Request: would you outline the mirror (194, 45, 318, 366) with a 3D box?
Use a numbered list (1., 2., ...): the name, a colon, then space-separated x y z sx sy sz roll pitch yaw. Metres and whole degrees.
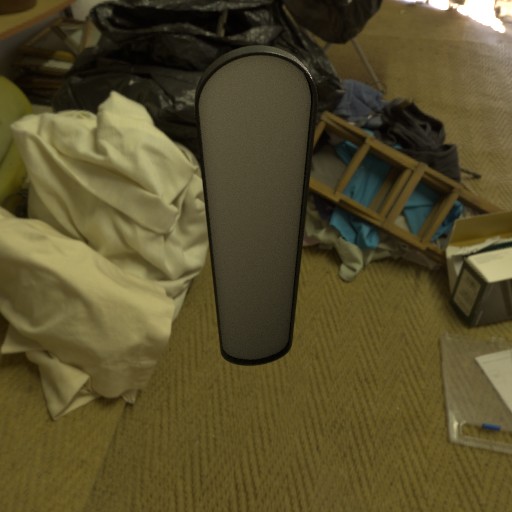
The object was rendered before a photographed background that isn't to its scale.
1. mirror: 0.000 0.000 1.089 0.222 0.991 0.032 -5 46 -5
